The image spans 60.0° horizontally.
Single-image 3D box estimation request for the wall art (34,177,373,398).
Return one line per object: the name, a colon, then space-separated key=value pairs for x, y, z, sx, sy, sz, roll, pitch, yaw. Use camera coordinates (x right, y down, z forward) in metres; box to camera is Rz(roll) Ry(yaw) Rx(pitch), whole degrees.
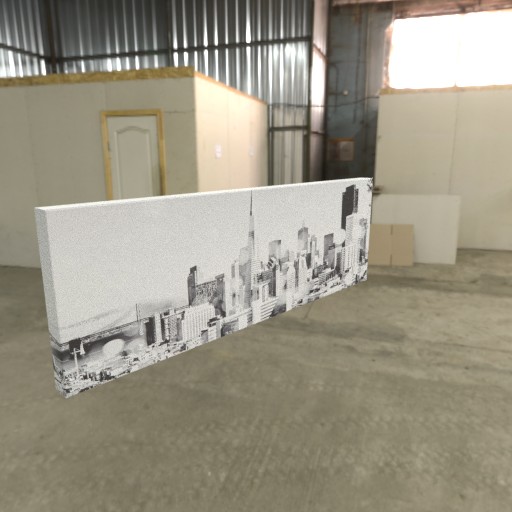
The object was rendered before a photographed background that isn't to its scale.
wall art: x=0.000 y=0.000 z=0.845 sx=0.036 sy=0.256 sz=0.766 roll=13 pitch=19 yaw=43
